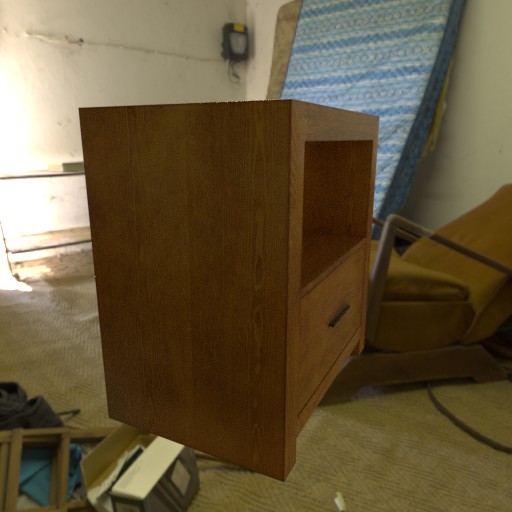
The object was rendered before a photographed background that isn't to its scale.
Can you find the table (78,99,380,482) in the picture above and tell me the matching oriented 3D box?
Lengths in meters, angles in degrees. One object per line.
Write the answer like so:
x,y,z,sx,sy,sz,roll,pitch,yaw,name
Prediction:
0.000,0.000,0.982,0.400,0.605,0.550,7,17,26,table
